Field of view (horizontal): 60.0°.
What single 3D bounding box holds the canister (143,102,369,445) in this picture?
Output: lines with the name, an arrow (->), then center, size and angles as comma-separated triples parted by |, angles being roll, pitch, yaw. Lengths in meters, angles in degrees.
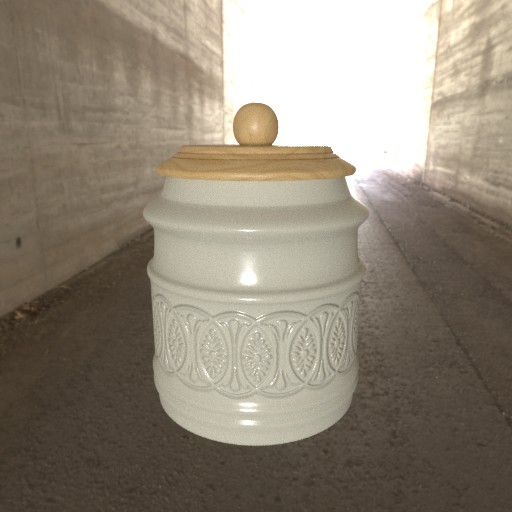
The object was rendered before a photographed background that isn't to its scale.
canister -> 0.000, 0.000, 0.269 | 0.130, 0.176, 0.130 | 0, 15, 0
